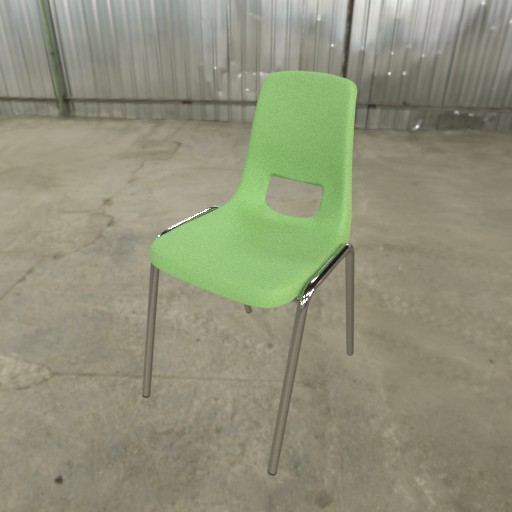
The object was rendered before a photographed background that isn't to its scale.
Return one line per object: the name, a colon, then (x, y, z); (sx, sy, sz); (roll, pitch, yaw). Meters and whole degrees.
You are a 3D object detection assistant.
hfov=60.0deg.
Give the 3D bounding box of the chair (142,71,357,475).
chair: (0.000, 0.000, 0.964); (0.381, 0.704, 0.436); (19, 35, 29)
